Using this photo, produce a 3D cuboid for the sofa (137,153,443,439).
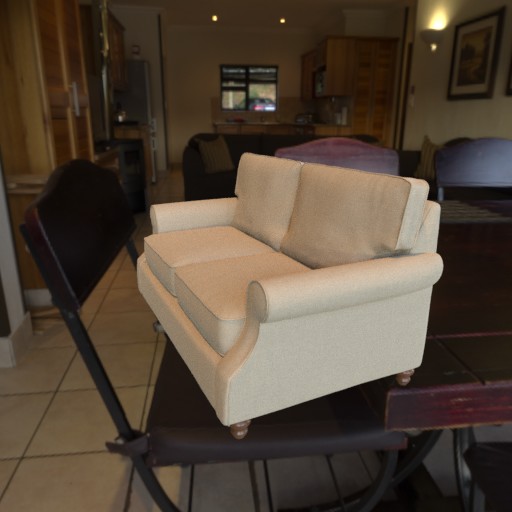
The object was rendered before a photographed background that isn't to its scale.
[{"bbox_3d":[0.000,0.000,2.283,0.964,0.937,1.665,-8,19,-25],"label":"sofa"}]
